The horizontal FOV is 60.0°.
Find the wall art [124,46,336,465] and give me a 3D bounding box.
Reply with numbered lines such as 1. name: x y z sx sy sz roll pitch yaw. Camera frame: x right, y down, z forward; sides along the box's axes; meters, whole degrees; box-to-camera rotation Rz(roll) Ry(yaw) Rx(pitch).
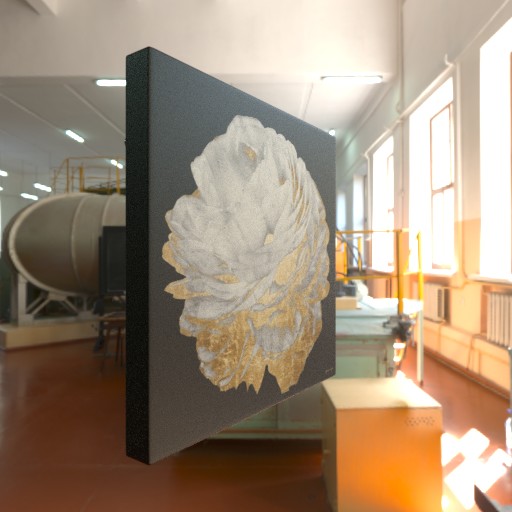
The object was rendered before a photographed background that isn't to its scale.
1. wall art: 0.000 0.000 0.602 0.041 0.407 0.406 0 0 36
